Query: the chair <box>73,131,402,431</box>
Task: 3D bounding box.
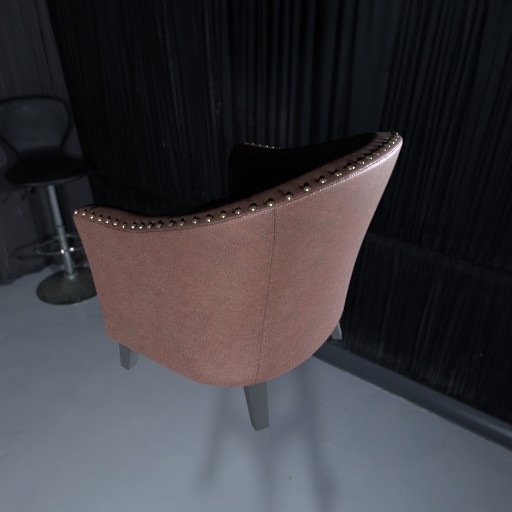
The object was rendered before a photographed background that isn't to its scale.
[{"bbox_3d":[0.000,0.000,1.423,0.748,0.823,0.794,20,36,30],"label":"chair"}]
